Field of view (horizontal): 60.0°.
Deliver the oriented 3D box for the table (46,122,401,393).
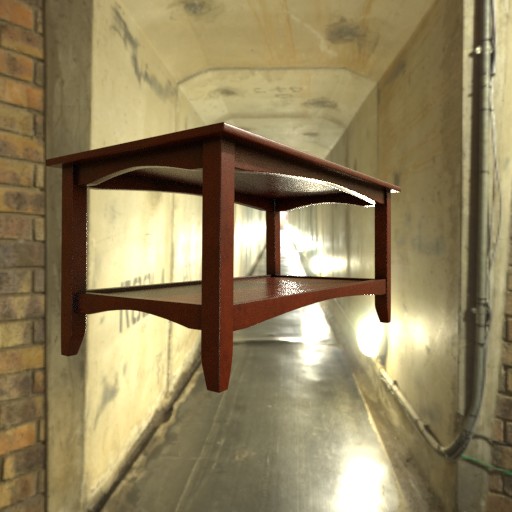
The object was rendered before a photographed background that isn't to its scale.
[{"bbox_3d":[0.000,0.000,1.263,0.533,0.456,0.943,1,1,35],"label":"table"}]
